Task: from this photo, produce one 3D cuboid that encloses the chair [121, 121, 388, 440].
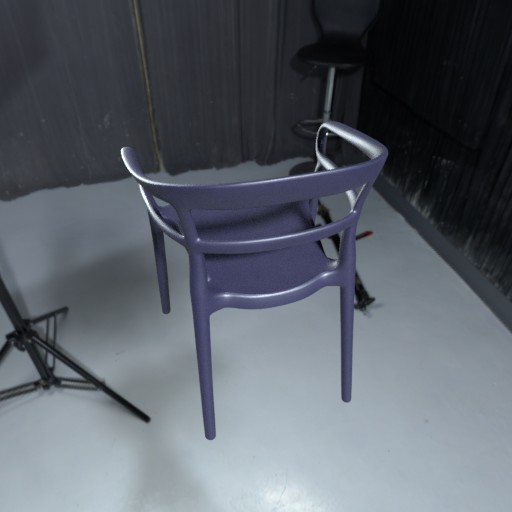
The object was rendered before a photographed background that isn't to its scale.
[{"bbox_3d":[0.000,0.000,1.136,0.559,0.761,0.527,-11,42,-12],"label":"chair"}]
